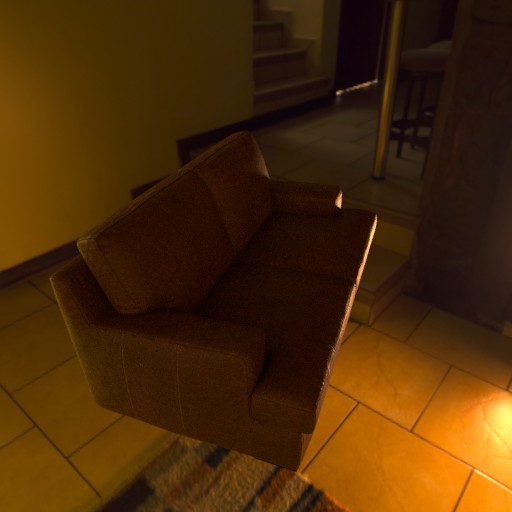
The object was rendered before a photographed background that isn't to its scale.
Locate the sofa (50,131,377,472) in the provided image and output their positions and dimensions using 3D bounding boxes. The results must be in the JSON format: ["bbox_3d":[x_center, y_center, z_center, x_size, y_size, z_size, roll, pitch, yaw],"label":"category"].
[{"bbox_3d":[0.000,0.000,2.484,1.143,0.939,1.880,11,33,17],"label":"sofa"}]
